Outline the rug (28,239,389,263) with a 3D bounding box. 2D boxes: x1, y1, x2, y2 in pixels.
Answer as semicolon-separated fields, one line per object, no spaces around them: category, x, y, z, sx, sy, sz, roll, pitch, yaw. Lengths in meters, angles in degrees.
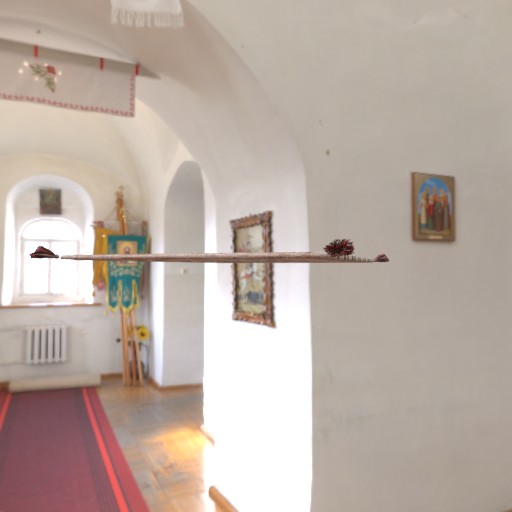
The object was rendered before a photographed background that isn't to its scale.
rug;0.000;0.000;2.645;1.444;0.067;2.069;0;-1;19
